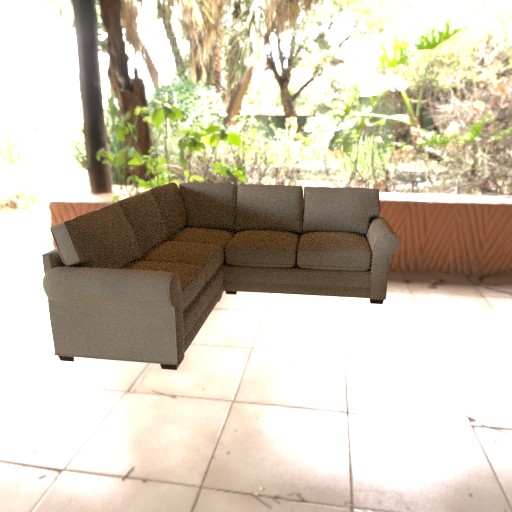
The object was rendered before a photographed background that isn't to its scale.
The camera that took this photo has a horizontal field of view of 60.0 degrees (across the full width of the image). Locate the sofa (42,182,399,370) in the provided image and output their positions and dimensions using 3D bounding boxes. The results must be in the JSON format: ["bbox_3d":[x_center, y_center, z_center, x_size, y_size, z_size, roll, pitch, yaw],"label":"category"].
[{"bbox_3d":[0.000,0.000,3.947,2.569,1.054,2.487,2,16,8],"label":"sofa"}]
